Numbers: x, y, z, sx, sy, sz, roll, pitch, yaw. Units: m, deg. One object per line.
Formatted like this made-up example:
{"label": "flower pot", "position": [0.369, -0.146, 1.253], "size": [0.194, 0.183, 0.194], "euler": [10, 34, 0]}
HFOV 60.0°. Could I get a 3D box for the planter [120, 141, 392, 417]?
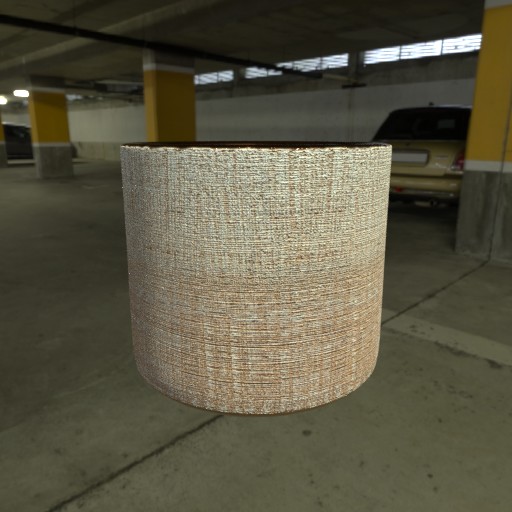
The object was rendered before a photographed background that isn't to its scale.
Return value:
{"label": "planter", "position": [0.000, 0.000, 0.316], "size": [0.177, 0.157, 0.177], "euler": [0, 15, 0]}
